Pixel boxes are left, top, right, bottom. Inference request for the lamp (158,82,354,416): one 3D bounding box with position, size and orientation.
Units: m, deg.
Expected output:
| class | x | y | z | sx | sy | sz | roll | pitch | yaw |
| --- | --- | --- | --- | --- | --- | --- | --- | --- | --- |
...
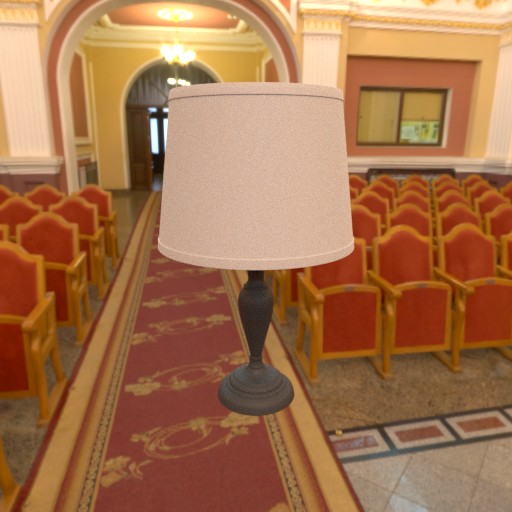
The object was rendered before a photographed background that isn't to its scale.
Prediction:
| class | x | y | z | sx | sy | sz | roll | pitch | yaw |
| --- | --- | --- | --- | --- | --- | --- | --- | --- | --- |
| lamp | 0.000 | 0.000 | 0.721 | 0.310 | 0.501 | 0.310 | 0 | 15 | 0 |
